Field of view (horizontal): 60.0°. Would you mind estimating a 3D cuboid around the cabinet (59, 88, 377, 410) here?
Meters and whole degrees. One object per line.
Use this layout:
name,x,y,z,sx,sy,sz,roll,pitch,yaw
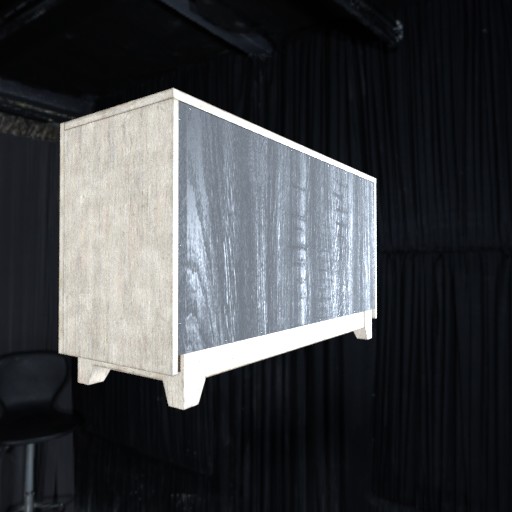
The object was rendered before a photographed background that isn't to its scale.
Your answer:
cabinet,0.000,0.000,1.857,0.511,0.825,1.460,-1,-1,35
